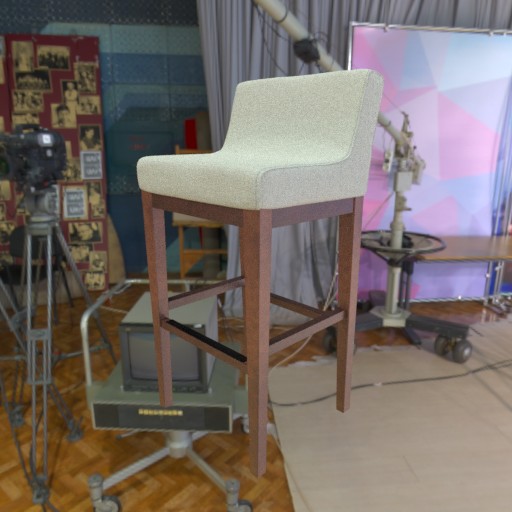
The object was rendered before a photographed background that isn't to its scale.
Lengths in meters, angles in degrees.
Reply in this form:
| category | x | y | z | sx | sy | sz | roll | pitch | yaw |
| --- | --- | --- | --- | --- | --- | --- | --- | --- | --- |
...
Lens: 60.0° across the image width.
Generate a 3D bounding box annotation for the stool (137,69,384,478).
| category | x | y | z | sx | sy | sz | roll | pitch | yaw |
| --- | --- | --- | --- | --- | --- | --- | --- | --- | --- |
| stool | 0.000 | 0.000 | 1.330 | 0.500 | 1.037 | 0.511 | -15 | 22 | -43 |
